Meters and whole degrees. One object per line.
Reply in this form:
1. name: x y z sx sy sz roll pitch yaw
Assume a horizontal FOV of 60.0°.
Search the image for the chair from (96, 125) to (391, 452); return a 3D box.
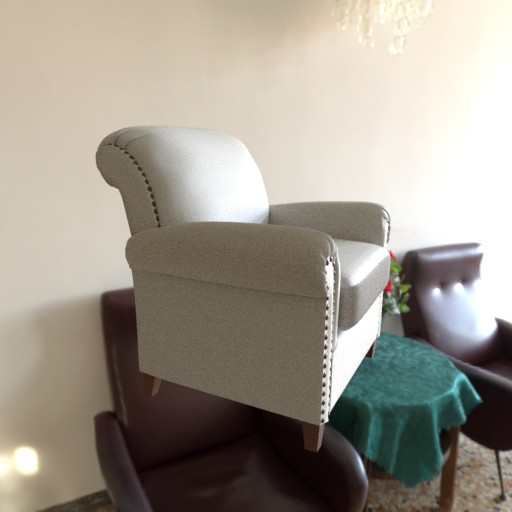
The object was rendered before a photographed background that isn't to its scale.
1. chair: 0.000 0.000 1.632 0.890 0.927 0.854 7 15 27
